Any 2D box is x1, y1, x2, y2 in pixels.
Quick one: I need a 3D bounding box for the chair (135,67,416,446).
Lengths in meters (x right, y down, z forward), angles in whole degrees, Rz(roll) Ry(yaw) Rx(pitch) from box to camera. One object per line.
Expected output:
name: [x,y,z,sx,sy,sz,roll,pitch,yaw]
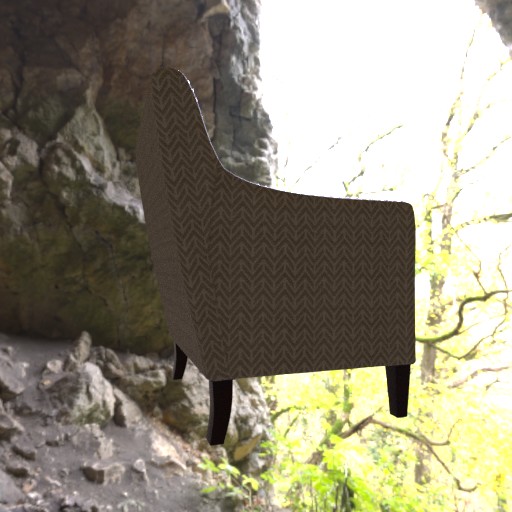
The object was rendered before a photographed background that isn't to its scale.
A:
chair: [0.000,0.000,1.294,0.651,0.816,0.623,0,-1,-18]
